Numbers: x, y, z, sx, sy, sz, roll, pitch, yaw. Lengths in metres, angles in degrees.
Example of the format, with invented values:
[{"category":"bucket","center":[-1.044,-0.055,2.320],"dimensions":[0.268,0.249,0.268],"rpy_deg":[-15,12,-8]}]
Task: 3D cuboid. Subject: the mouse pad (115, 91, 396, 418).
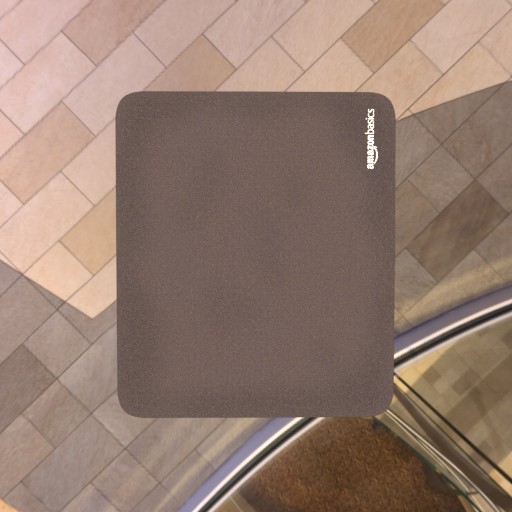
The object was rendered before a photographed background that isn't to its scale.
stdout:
[{"category":"mouse pad","center":[0.000,0.000,0.429],"dimensions":[0.269,0.002,0.315],"rpy_deg":[0,91,-1]}]
